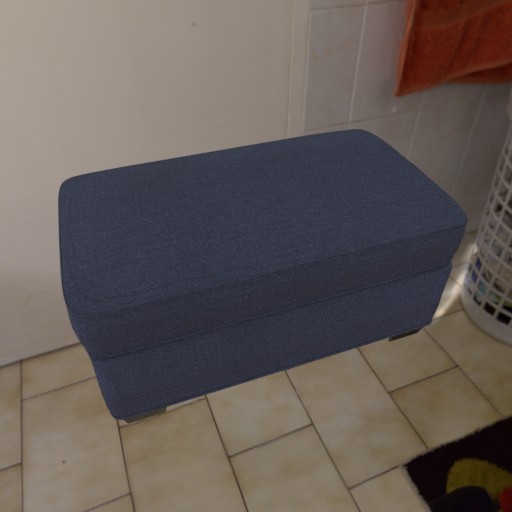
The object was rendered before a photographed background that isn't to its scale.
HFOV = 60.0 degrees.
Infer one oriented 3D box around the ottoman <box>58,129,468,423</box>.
[{"bbox_3d":[0.000,0.000,1.176,0.895,0.453,0.505,-13,44,-14],"label":"ottoman"}]
